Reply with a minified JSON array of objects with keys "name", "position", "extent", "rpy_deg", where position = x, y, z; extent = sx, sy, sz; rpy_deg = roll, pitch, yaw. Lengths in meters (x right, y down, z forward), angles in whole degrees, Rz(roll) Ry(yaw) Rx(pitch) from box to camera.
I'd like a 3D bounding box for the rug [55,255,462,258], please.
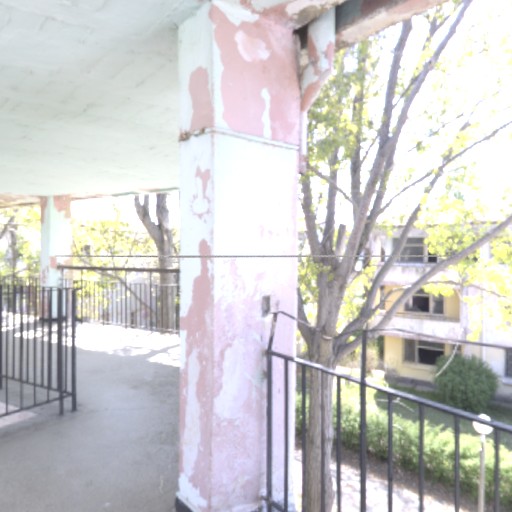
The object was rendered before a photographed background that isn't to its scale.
[{"name":"rug","position":[0.000,0.000,4.190],"extent":[3.043,0.013,2.444],"rpy_deg":[0,0,-37]}]
